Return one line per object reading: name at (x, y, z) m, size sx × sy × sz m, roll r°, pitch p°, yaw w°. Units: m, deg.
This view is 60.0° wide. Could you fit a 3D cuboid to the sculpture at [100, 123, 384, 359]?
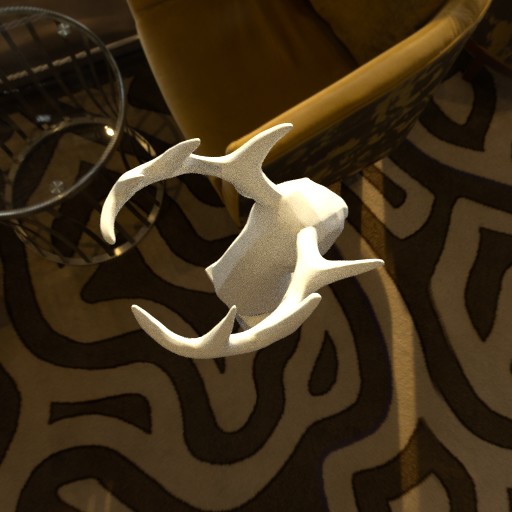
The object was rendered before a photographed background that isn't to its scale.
sculpture at (0.000, 0.000, 0.458) m, size 0.224 × 0.329 × 0.174 m, roll -33°, pitch 78°, yaw -8°
